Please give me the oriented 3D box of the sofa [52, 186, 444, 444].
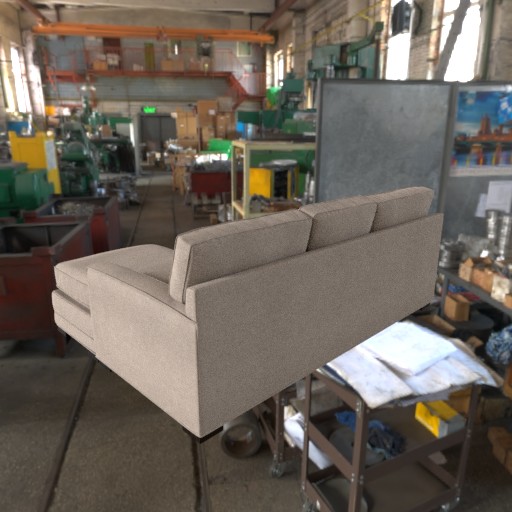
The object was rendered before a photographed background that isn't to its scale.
[{"bbox_3d":[0.000,0.000,2.855,2.087,0.861,1.496,-15,22,-42],"label":"sofa"}]
